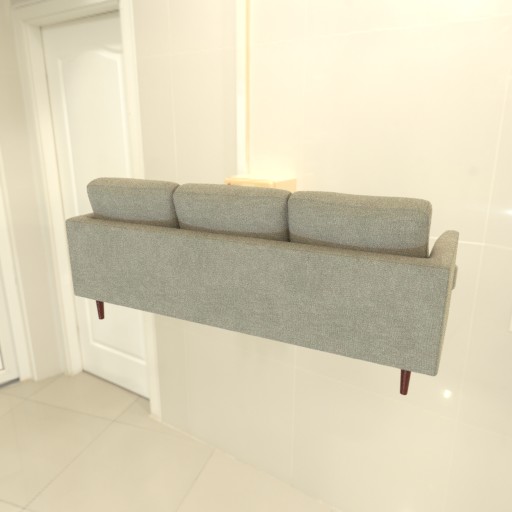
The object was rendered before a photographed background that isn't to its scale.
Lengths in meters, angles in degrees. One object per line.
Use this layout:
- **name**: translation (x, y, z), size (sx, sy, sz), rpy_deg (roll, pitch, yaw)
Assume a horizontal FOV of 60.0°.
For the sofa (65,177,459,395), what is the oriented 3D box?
- **sofa**: translation (0.000, 0.000, 2.722), size (2.246, 0.930, 0.903), rpy_deg (8, 18, 25)
